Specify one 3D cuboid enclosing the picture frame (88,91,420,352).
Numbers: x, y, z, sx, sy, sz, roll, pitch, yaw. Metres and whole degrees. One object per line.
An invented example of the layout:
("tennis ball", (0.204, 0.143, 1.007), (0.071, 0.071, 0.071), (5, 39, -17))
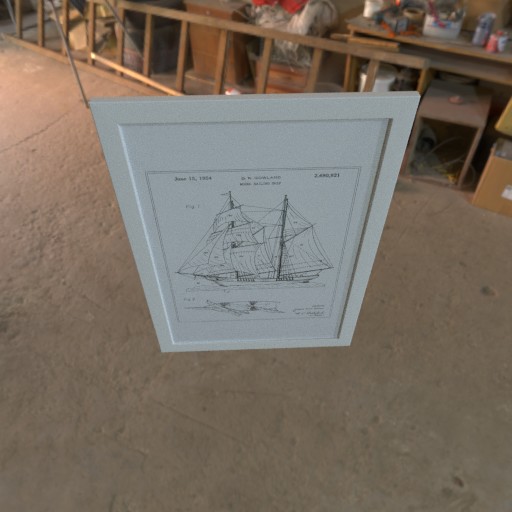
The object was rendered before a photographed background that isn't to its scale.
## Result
("picture frame", (0.000, 0.000, 0.704), (0.381, 0.534, 0.012), (-2, 47, -2))
